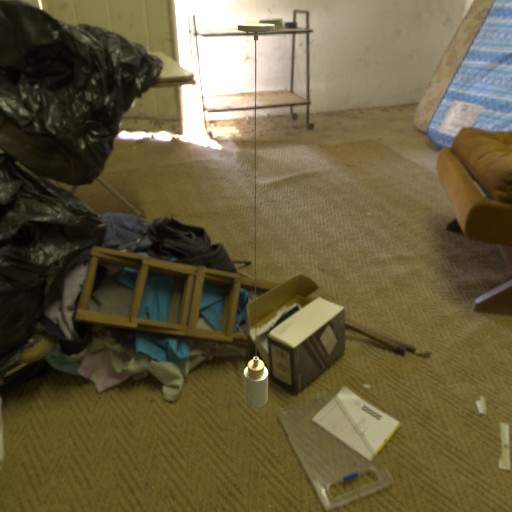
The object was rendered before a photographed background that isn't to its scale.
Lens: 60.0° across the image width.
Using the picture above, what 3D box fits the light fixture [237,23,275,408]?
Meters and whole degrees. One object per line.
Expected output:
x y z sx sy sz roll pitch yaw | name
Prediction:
0.000 0.000 1.939 0.125 1.798 0.125 -23 38 -33 | light fixture
